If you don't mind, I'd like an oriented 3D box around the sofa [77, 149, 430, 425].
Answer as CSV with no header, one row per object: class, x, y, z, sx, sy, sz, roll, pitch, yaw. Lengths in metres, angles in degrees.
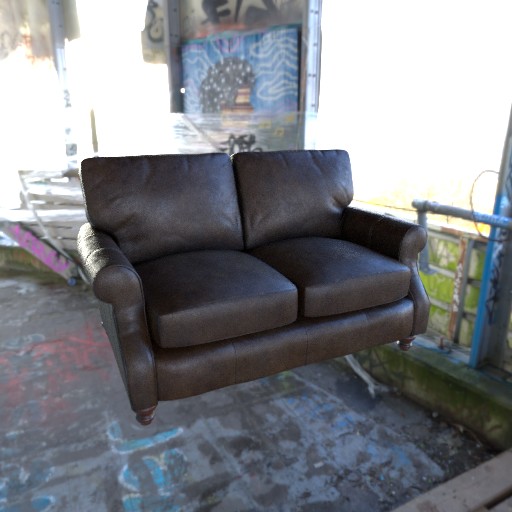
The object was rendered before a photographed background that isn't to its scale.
sofa,0.000,0.000,2.203,1.616,0.976,0.990,-8,19,-25
